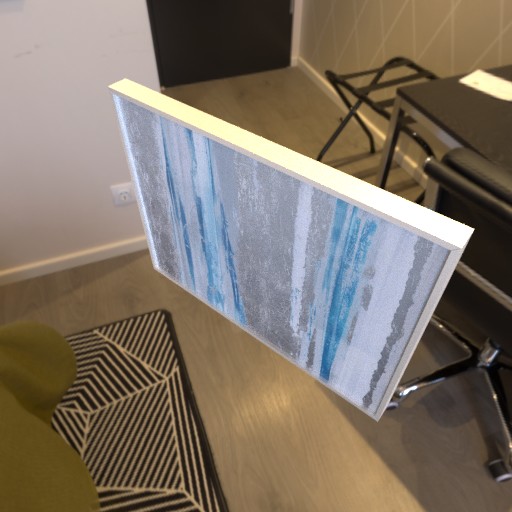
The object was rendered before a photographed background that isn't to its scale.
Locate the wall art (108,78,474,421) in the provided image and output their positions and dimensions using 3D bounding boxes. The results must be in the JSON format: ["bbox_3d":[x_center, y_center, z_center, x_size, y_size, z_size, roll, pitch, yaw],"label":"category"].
[{"bbox_3d":[0.000,0.000,1.380,1.056,0.801,0.066,30,54,25],"label":"wall art"}]
